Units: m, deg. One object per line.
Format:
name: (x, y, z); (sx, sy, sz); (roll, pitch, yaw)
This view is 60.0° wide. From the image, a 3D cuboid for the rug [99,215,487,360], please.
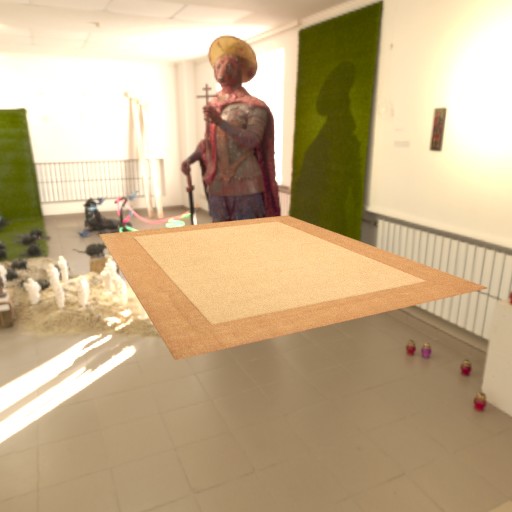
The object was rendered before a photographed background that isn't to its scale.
rug: (0.000, 0.000, 4.176); (2.438, 0.014, 3.048); (-8, 18, -25)
